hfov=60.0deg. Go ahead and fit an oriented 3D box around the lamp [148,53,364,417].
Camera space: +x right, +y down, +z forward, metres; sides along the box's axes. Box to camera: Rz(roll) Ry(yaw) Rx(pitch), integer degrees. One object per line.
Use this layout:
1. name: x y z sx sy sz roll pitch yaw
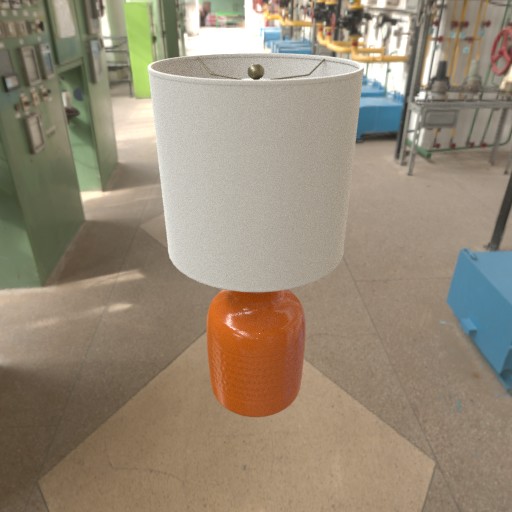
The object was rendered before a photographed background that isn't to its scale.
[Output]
1. lamp: 0.000 0.000 1.088 0.418 0.871 0.418 -1 30 -2
